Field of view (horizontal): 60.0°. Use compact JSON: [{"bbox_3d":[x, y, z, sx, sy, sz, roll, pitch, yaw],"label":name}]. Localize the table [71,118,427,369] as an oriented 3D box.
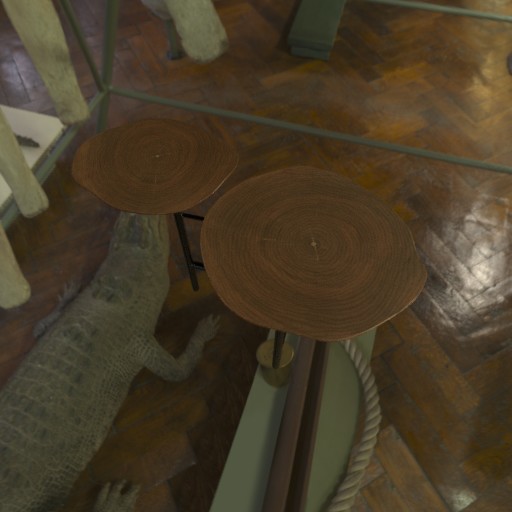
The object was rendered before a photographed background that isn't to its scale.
[{"bbox_3d":[0.000,0.000,1.093,0.759,0.538,0.442,15,59,9],"label":"table"}]
